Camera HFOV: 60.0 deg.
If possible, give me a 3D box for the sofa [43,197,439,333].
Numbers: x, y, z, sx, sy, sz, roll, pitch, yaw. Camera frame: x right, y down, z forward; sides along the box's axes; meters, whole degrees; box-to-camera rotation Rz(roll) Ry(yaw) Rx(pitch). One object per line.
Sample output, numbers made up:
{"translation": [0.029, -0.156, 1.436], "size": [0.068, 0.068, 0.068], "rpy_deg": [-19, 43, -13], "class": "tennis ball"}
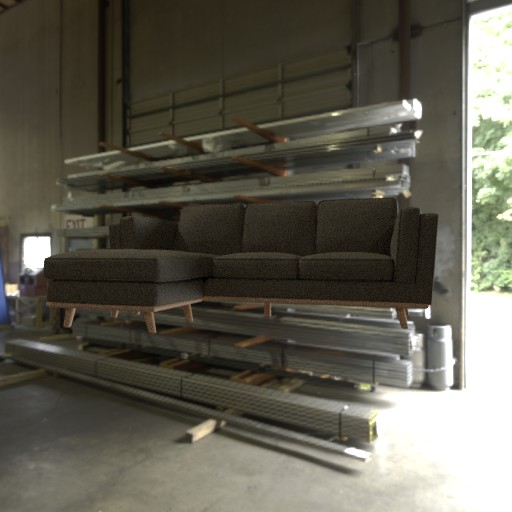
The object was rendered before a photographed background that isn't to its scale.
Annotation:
{"translation": [0.000, 0.000, 3.163], "size": [2.411, 0.929, 1.604], "rpy_deg": [0, 0, 19], "class": "sofa"}
